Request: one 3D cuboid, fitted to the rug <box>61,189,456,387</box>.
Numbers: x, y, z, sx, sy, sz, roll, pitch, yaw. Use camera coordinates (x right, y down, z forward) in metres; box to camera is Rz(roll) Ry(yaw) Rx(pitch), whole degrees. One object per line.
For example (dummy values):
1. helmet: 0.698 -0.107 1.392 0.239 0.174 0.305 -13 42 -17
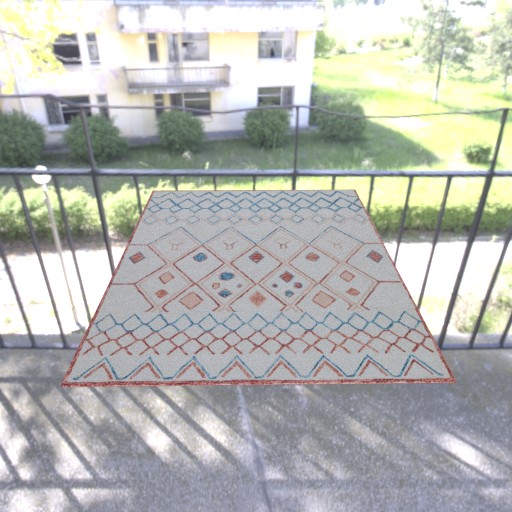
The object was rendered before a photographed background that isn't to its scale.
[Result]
1. rug: 0.000 0.000 4.028 2.441 0.016 3.050 0 31 -1
